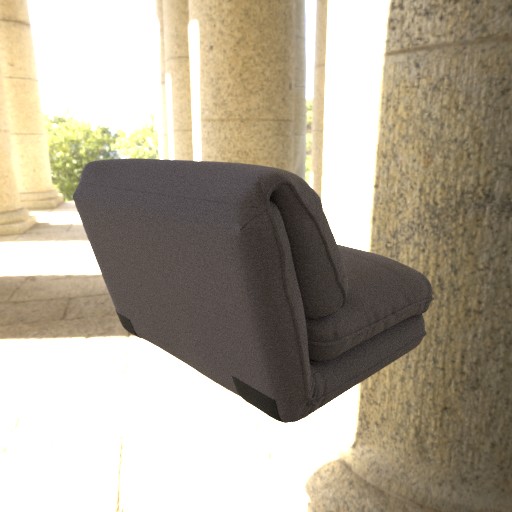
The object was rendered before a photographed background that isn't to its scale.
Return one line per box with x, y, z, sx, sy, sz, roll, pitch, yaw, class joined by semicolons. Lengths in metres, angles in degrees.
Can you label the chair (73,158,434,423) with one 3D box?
0.000;0.000;1.340;0.780;0.580;0.820;-13;19;-42;chair
